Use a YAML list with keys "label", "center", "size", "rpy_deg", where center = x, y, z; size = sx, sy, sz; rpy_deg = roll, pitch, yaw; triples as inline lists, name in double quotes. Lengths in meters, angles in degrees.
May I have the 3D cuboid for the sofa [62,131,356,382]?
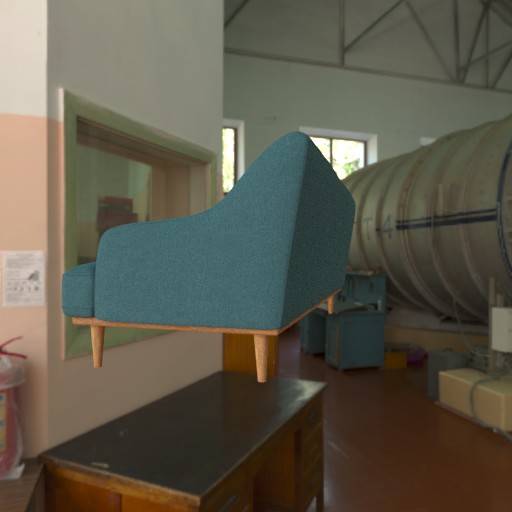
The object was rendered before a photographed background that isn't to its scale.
- label: "sofa"
  center: [0.000, 0.000, 2.533]
  size: [0.978, 0.871, 2.057]
  rpy_deg: [0, 0, 17]
